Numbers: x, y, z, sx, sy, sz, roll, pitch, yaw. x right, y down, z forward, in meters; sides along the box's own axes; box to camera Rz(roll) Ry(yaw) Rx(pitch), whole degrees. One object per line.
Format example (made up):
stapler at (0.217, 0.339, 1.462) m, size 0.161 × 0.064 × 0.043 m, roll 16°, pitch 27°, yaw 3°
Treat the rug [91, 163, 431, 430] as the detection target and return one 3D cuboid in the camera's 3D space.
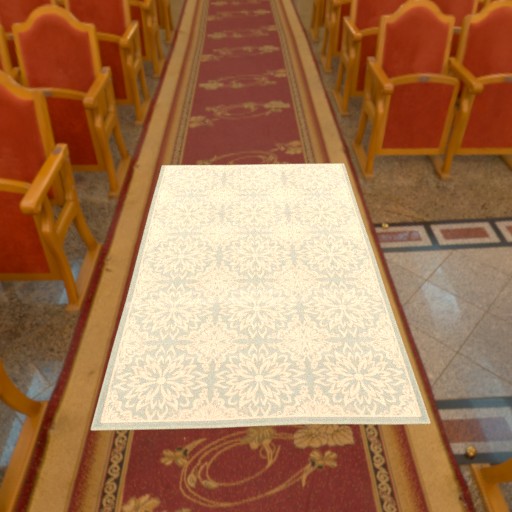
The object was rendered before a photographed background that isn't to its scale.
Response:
rug at (0.000, 0.000, 2.271) m, size 1.219 × 0.012 × 1.840 m, roll -1°, pitch 42°, yaw -1°
